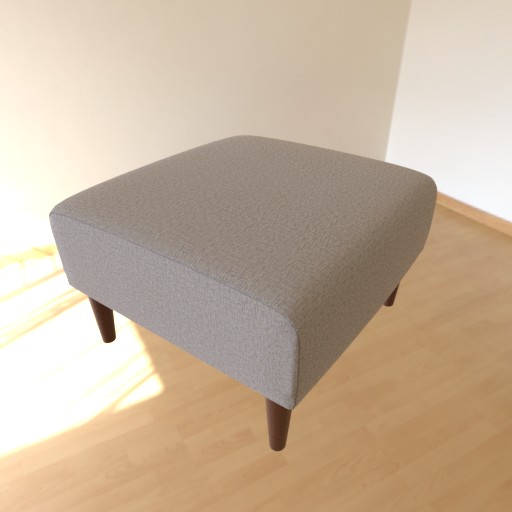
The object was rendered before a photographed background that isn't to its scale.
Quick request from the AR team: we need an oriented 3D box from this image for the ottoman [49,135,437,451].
[{"bbox_3d":[0.000,0.000,1.070,0.648,0.399,0.655,21,37,30],"label":"ottoman"}]
